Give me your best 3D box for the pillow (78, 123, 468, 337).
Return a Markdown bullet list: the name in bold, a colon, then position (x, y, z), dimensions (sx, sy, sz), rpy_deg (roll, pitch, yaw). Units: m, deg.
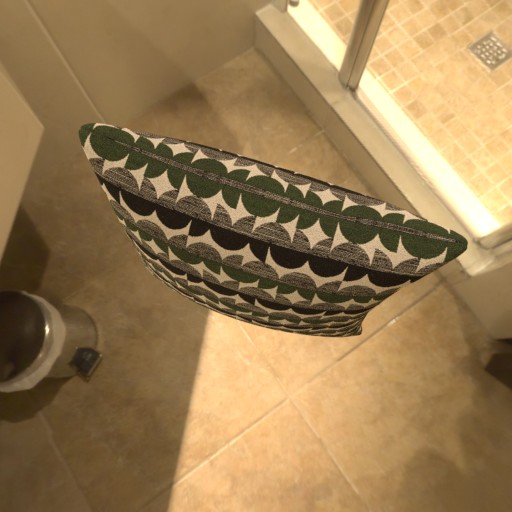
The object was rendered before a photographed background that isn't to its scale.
- **pillow**: position (0.000, 0.000, 0.631), dimensions (0.419, 0.404, 0.180), rpy_deg (18, 77, 4)
